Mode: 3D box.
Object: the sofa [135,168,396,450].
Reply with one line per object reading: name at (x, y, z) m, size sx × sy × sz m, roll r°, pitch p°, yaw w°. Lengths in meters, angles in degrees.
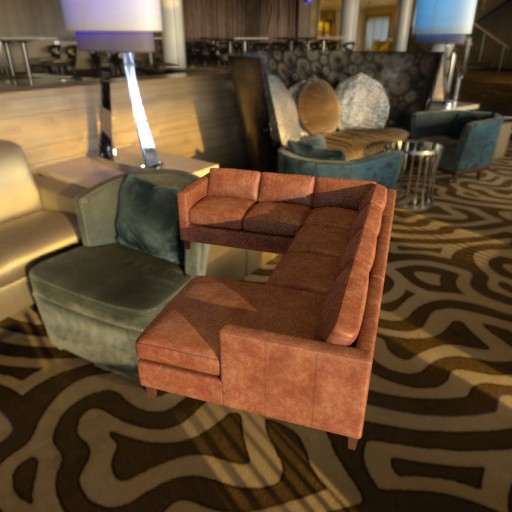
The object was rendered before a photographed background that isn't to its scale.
sofa at (0.000, 0.000, 4.352) m, size 2.452 × 0.888 × 3.324 m, roll 8°, pitch 27°, yaw 16°
